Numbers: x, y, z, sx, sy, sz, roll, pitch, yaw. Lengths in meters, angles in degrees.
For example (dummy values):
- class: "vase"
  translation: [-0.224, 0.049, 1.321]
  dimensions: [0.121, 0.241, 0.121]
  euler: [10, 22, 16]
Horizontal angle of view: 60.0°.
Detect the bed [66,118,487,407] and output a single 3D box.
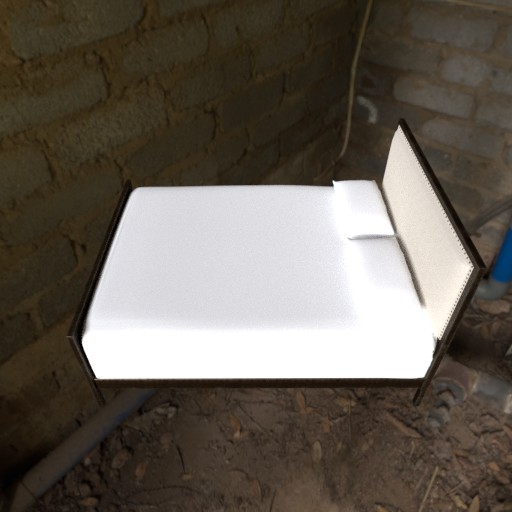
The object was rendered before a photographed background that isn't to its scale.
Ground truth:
- class: "bed"
  translation: [0.000, 0.000, 3.163]
  dimensions: [2.221, 1.313, 1.607]
  euler: [0, 43, 0]
